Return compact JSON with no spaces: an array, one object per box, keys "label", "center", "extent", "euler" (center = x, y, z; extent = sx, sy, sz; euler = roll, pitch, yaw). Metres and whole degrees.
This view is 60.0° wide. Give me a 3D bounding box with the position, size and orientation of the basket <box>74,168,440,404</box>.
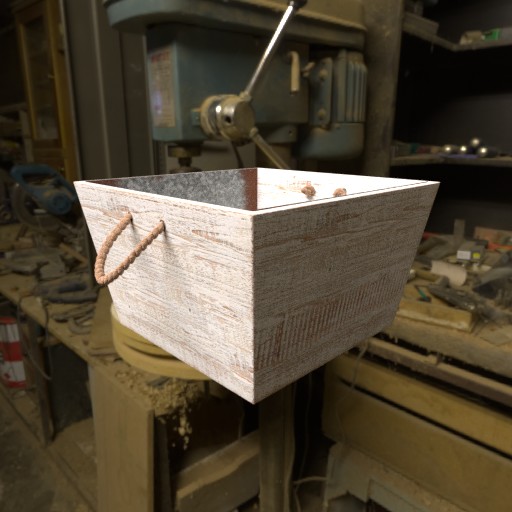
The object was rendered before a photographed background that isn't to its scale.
[{"label":"basket","center":[0.000,0.000,0.738],"extent":[0.545,0.247,0.413],"euler":[-15,21,-42]}]
